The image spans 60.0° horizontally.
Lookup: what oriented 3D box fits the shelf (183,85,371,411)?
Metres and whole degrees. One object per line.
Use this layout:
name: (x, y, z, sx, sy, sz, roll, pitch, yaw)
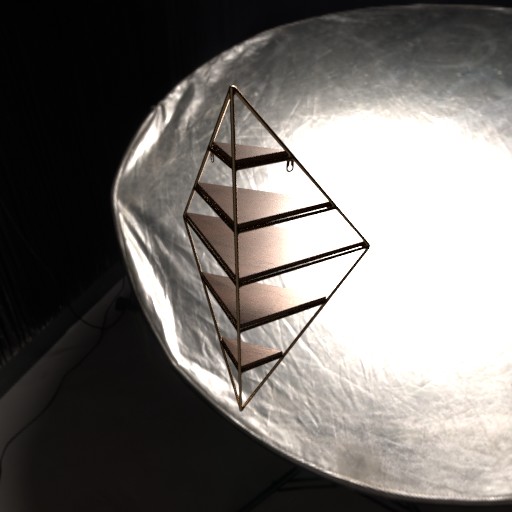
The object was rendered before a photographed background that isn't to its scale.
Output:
shelf: (0.000, 0.000, 1.170, 0.564, 0.913, 0.294, 10, 34, 15)
